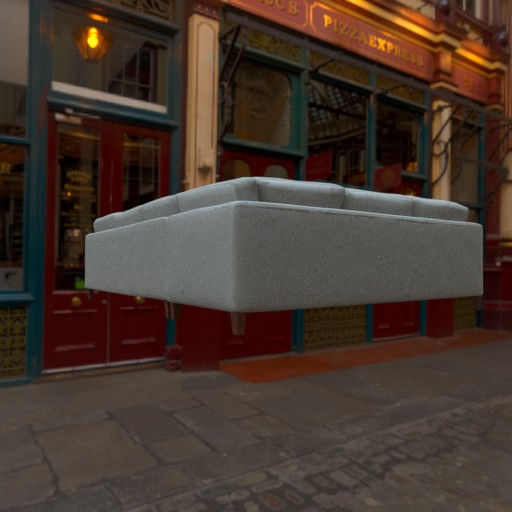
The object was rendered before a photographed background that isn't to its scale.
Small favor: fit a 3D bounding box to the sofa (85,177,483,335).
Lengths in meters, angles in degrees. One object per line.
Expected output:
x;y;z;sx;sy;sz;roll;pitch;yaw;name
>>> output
0.000;0.000;4.452;2.592;0.947;3.301;1;-1;-35;sofa
